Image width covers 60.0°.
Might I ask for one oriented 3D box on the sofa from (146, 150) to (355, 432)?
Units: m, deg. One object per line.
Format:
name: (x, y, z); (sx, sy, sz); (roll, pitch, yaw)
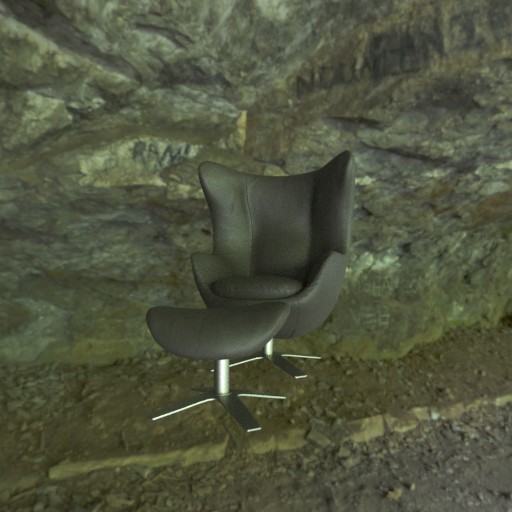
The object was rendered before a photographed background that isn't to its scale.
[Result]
sofa: (0.000, 0.000, 2.148); (0.894, 1.135, 1.444); (0, -1, 17)
